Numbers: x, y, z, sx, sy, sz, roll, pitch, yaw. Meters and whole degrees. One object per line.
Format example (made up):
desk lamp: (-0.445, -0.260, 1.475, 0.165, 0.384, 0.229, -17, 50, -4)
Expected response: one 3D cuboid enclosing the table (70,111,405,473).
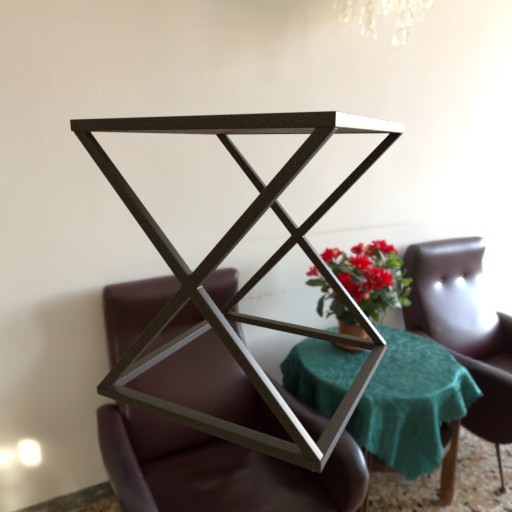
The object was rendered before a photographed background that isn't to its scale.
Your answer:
table: (0.000, 0.000, 0.974, 0.500, 0.565, 0.500, 8, 16, 27)
